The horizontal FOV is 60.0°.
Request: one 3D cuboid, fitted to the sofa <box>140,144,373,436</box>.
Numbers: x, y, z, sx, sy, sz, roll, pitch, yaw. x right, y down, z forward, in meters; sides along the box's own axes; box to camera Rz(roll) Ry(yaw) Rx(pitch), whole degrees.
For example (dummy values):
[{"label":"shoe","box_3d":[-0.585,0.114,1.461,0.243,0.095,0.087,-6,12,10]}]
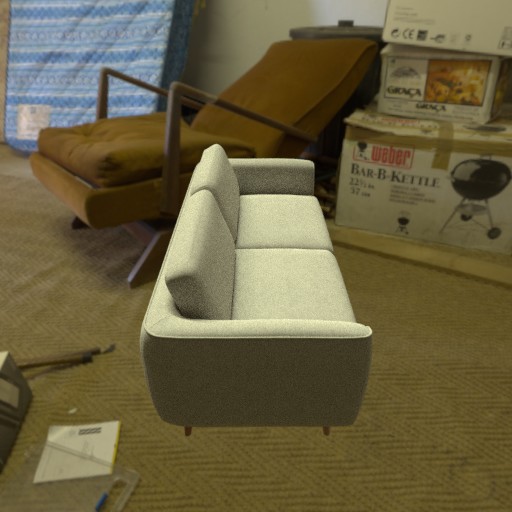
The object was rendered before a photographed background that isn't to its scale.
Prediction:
[{"label":"sofa","box_3d":[0.000,0.000,2.506,0.920,0.850,2.000,0,31,0]}]
